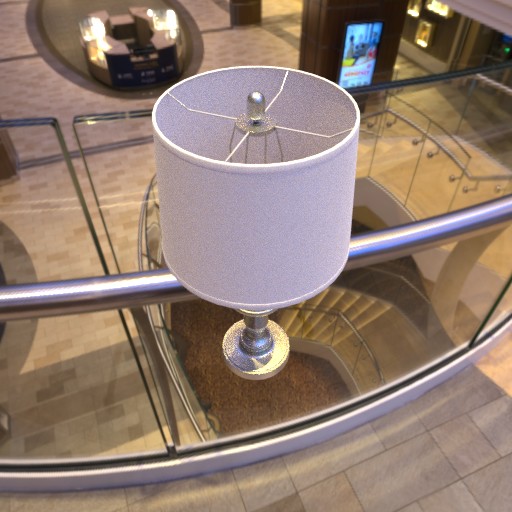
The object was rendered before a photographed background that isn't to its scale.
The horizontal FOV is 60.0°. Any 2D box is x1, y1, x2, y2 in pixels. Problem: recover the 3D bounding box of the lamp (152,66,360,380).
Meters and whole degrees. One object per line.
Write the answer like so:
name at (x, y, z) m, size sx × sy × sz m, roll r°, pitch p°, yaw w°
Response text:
lamp at (0.000, 0.000, 0.957) m, size 0.383 × 0.733 × 0.383 m, roll 0°, pitch 45°, yaw 0°
